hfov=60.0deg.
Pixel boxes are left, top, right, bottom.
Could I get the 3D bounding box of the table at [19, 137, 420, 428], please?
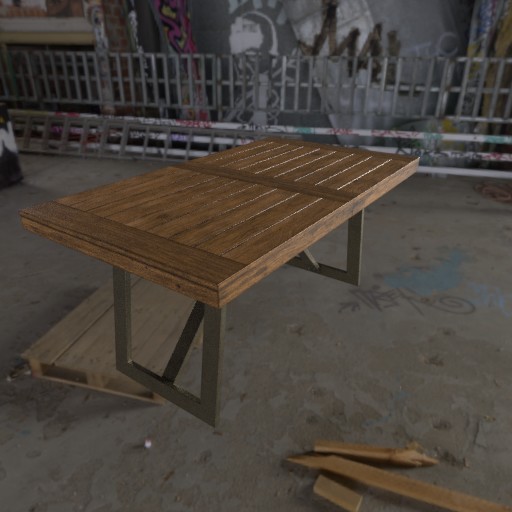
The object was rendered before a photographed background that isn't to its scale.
[{"bbox_3d":[0.000,0.000,2.121,0.931,0.757,1.641,17,31,31],"label":"table"}]
